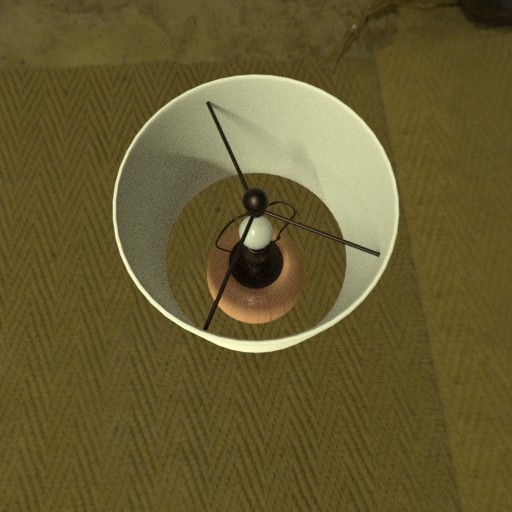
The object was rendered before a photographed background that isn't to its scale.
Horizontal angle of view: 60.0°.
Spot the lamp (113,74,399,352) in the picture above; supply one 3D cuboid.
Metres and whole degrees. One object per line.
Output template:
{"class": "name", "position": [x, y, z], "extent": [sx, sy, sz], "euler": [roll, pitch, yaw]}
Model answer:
{"class": "lamp", "position": [0.000, 0.000, 0.771], "extent": [0.329, 0.570, 0.329], "euler": [0, 76, 0]}
